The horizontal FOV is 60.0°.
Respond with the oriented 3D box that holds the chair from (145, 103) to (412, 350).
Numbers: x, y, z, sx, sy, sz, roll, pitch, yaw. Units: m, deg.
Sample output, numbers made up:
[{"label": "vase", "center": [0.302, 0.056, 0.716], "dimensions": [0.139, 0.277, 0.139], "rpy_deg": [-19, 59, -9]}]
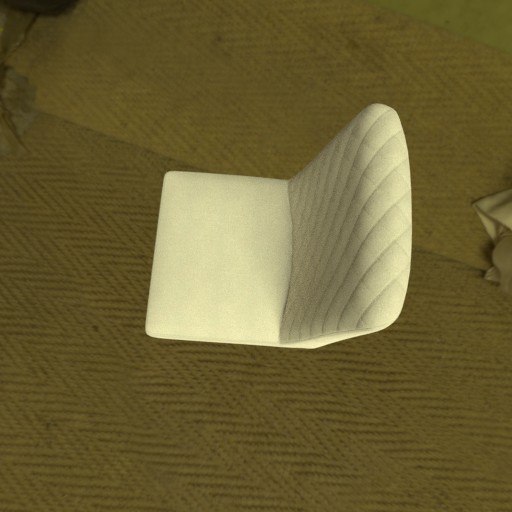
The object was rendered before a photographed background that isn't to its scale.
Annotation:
[{"label": "chair", "center": [0.000, 0.000, 1.289], "dimensions": [0.597, 0.933, 0.503], "rpy_deg": [4, 76, 1]}]
